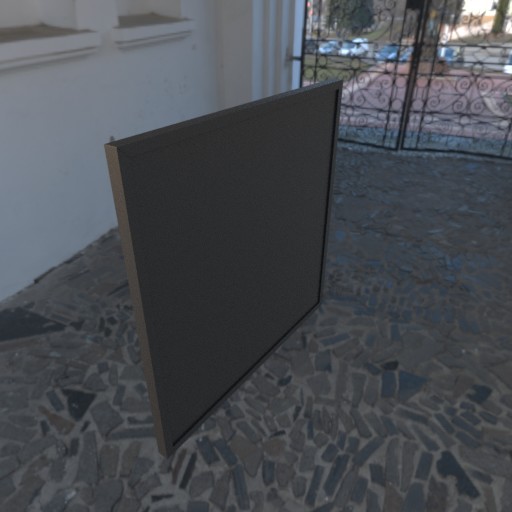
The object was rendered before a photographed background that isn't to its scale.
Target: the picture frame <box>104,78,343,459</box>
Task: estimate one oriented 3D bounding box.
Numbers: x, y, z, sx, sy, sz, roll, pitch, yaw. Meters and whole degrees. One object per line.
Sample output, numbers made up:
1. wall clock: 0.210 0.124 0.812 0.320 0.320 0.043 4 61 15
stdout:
1. picture frame: 0.000 0.000 1.162 0.032 0.775 0.775 21 36 31
